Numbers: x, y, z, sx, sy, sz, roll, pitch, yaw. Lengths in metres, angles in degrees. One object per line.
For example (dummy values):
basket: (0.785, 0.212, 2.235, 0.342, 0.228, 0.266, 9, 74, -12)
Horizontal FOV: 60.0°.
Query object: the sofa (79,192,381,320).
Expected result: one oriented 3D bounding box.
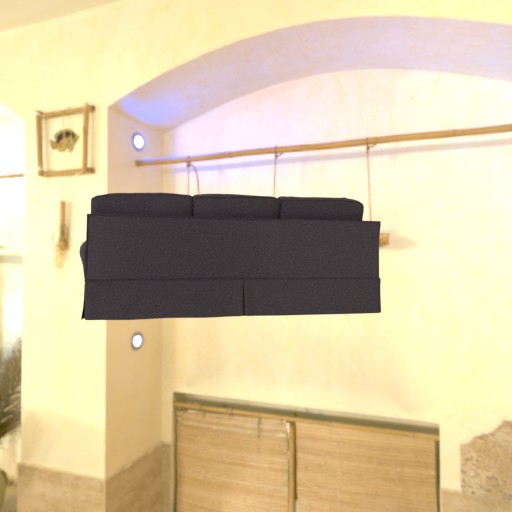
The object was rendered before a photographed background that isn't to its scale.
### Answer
sofa: (0.000, 0.000, 5.166, 2.874, 1.169, 3.773, 0, -1, 19)
